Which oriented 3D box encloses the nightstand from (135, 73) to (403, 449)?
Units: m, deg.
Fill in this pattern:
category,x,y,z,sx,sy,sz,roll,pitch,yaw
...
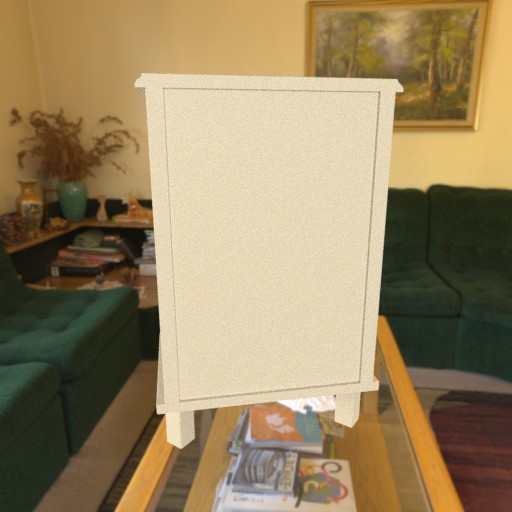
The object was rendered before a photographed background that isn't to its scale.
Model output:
category,x,y,z,sx,sy,sz,roll,pitch,yaw
nightstand,0.000,0.000,0.953,0.435,0.681,0.351,-3,16,-10
